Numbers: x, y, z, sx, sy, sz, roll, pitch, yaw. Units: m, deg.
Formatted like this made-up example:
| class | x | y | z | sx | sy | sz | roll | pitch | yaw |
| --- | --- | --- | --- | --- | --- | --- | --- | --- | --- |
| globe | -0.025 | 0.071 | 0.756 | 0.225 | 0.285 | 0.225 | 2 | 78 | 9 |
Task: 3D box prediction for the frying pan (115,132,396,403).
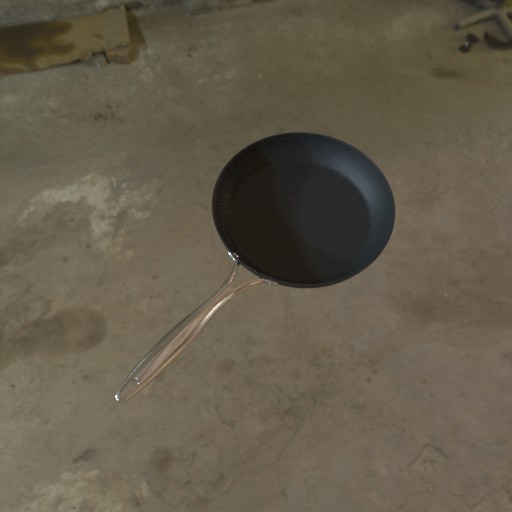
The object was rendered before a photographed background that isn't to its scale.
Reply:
| class | x | y | z | sx | sy | sz | roll | pitch | yaw |
| --- | --- | --- | --- | --- | --- | --- | --- | --- | --- |
| frying pan | 0.000 | 0.000 | 0.577 | 0.255 | 0.105 | 0.472 | 34 | 68 | 16 |
